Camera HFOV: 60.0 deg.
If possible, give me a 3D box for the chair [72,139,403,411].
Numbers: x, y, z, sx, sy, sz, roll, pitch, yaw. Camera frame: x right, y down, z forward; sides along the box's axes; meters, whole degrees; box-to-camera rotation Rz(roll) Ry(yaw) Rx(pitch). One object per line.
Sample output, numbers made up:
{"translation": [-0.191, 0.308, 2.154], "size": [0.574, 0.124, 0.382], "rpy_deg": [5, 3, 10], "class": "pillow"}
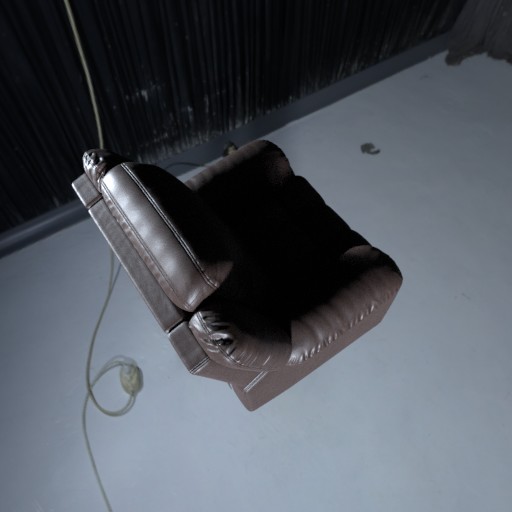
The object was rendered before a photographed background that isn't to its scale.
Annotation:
{"translation": [0.000, 0.000, 1.721], "size": [0.934, 1.009, 0.899], "rpy_deg": [-30, 62, -18], "class": "chair"}
